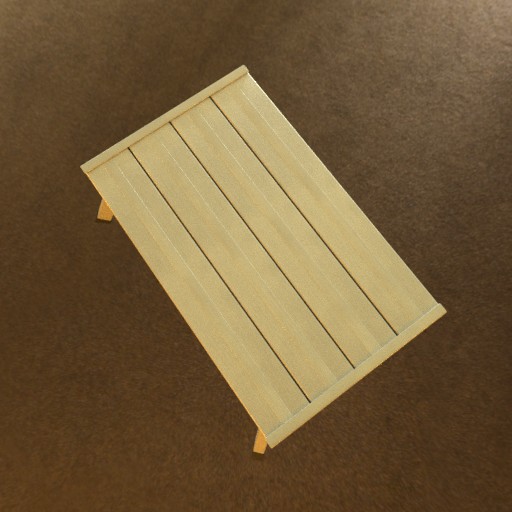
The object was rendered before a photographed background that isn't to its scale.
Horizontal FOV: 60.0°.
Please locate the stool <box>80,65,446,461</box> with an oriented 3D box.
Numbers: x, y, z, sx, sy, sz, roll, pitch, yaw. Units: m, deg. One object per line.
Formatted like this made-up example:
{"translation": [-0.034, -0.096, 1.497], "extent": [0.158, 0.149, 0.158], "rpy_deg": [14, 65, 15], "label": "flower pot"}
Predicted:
{"translation": [0.000, 0.000, 0.705], "extent": [0.385, 0.225, 0.535], "rpy_deg": [-35, 79, -8], "label": "stool"}
